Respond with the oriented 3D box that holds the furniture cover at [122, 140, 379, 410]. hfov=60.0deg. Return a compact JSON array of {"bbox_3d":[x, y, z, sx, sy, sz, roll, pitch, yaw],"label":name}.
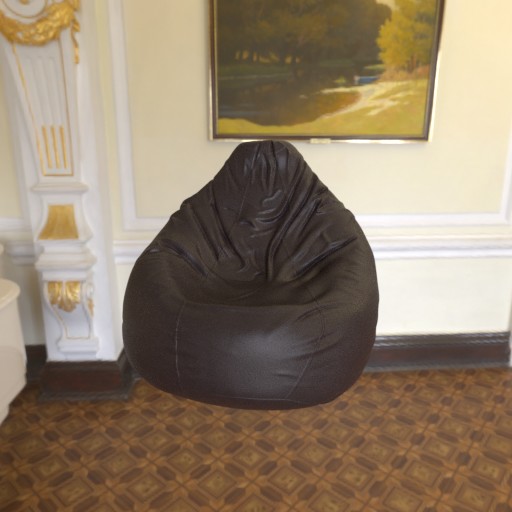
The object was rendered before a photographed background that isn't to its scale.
[{"bbox_3d":[0.000,0.000,1.951,1.070,0.990,1.070,2,15,9],"label":"furniture cover"}]
